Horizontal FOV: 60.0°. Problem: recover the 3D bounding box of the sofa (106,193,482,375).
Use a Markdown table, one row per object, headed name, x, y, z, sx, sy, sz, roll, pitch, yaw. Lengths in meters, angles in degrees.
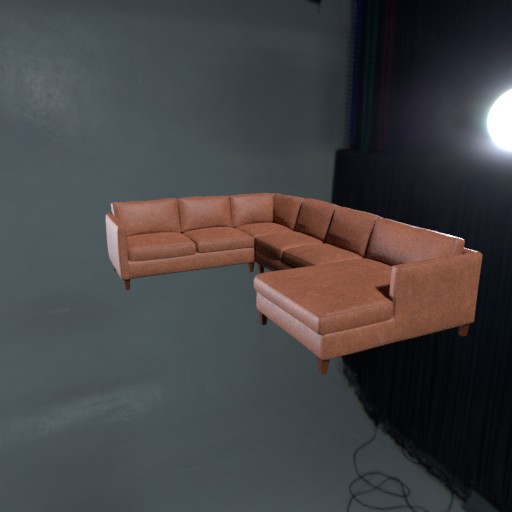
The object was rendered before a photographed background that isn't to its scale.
| name | x | y | z | sx | sy | sz | roll | pitch | yaw |
| --- | --- | --- | --- | --- | --- | --- | --- | --- | --- |
| sofa | 0.000 | 0.000 | 4.685 | 2.593 | 0.923 | 3.460 | -7 | 17 | -25 |
